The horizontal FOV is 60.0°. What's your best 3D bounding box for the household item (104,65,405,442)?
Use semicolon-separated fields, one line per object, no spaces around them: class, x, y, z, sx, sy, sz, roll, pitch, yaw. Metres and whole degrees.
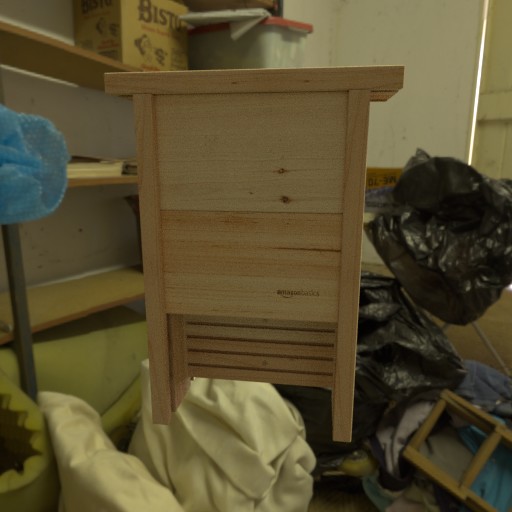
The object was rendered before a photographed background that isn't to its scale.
household item;0.000;0.000;0.542;0.301;0.407;0.123;2;14;8
